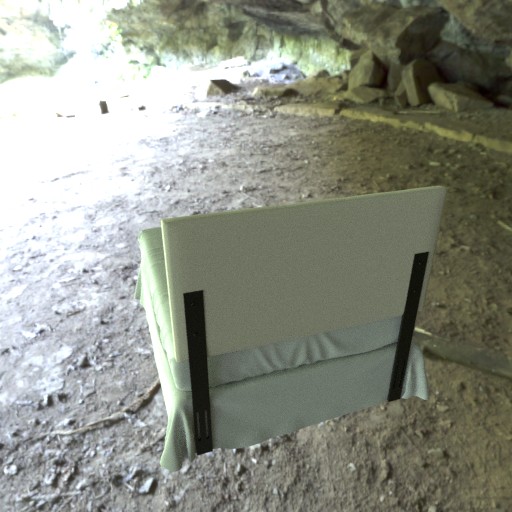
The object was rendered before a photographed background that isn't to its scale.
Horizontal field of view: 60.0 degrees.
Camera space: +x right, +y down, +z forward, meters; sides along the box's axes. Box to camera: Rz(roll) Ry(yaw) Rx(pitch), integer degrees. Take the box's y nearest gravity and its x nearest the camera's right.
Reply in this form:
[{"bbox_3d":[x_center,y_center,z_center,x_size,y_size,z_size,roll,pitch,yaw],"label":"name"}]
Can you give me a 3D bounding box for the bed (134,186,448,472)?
[{"bbox_3d":[0.000,0.000,3.501,1.936,1.577,2.222,-9,28,-17],"label":"bed"}]
